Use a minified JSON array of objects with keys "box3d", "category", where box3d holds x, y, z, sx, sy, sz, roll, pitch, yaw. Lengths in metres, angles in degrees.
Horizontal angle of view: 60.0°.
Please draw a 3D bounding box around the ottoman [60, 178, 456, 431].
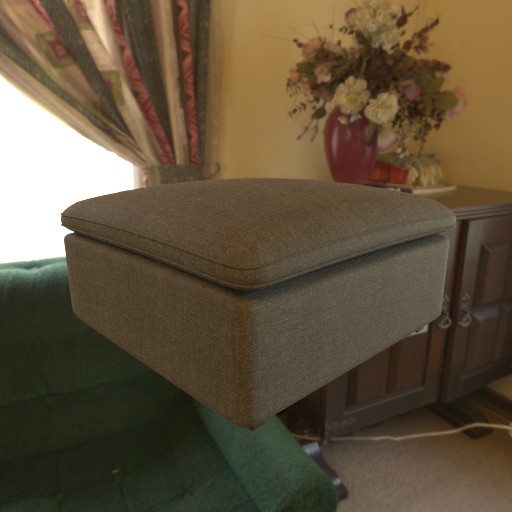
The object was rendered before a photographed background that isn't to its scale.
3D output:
[{"box3d":[0.000,0.000,1.667,1.067,0.559,1.067,-13,20,-42],"category":"ottoman"}]
